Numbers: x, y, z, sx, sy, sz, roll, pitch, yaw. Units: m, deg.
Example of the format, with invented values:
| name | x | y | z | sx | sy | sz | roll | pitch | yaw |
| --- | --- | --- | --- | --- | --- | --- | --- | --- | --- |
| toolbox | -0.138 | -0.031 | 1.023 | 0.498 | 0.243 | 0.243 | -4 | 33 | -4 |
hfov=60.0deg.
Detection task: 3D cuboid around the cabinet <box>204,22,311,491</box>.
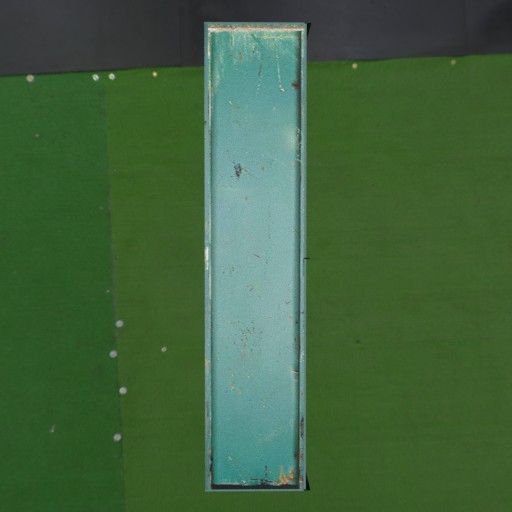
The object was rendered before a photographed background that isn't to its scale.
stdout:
| name | x | y | z | sx | sy | sz | roll | pitch | yaw |
| --- | --- | --- | --- | --- | --- | --- | --- | --- | --- |
| cabinet | 0.000 | 0.000 | 3.917 | 0.680 | 2.160 | 3.001 | 0 | 91 | -1 |
